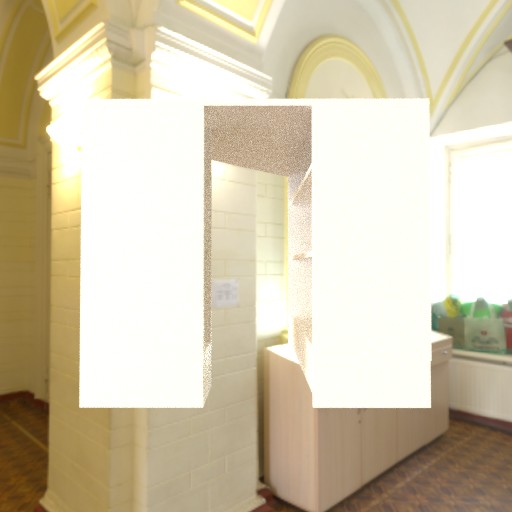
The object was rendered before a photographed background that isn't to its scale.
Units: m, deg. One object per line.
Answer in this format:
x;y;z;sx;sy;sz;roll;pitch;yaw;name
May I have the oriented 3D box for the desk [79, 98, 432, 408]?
0.000;0.000;1.643;0.926;0.818;0.940;0;-1;0;desk
